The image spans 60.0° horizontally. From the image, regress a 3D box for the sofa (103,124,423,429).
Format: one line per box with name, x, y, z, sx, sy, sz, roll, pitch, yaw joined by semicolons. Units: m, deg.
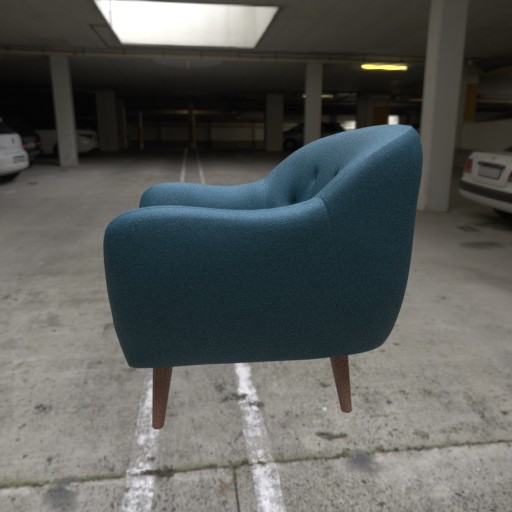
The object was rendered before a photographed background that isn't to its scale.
sofa;0.000;0.000;1.437;0.825;0.817;0.836;-2;13;-8
